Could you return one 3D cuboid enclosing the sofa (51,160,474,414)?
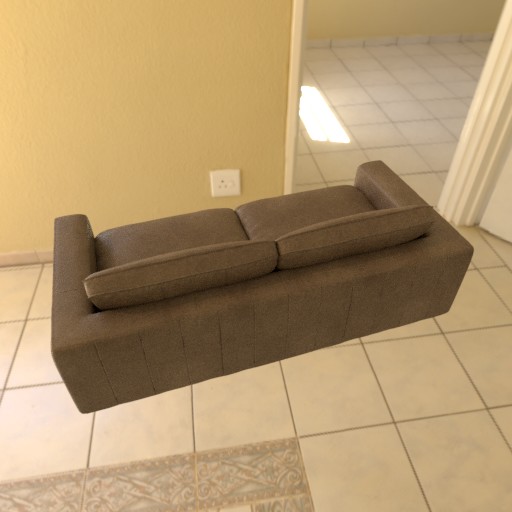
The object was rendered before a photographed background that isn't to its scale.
[{"bbox_3d":[0.000,0.000,2.687,2.262,0.801,1.070,-12,43,-13],"label":"sofa"}]
